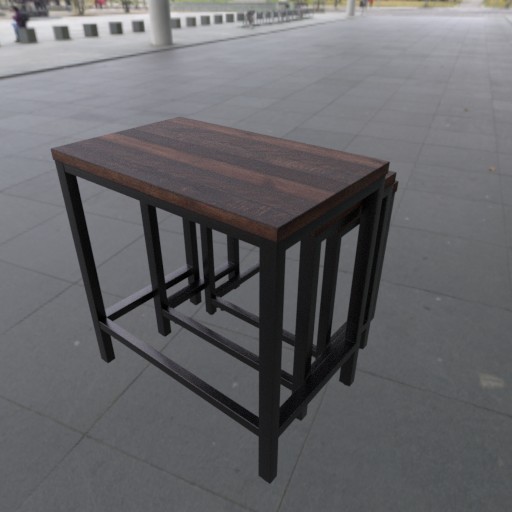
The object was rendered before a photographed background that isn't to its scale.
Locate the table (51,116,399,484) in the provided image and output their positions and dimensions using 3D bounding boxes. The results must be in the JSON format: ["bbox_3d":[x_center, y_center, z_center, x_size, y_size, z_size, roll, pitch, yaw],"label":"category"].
[{"bbox_3d":[0.000,0.000,1.168,0.608,0.616,0.660,22,37,33],"label":"table"}]
